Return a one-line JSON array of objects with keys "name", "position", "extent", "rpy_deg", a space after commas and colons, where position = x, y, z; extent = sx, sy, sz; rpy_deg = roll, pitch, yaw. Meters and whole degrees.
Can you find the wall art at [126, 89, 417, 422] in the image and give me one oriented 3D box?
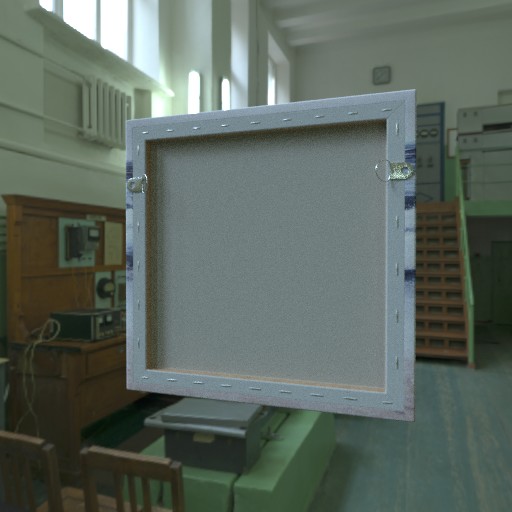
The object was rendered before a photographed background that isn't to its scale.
[{"name": "wall art", "position": [0.000, 0.000, 1.113], "extent": [0.755, 0.747, 0.065], "rpy_deg": [0, 1, 18]}]
